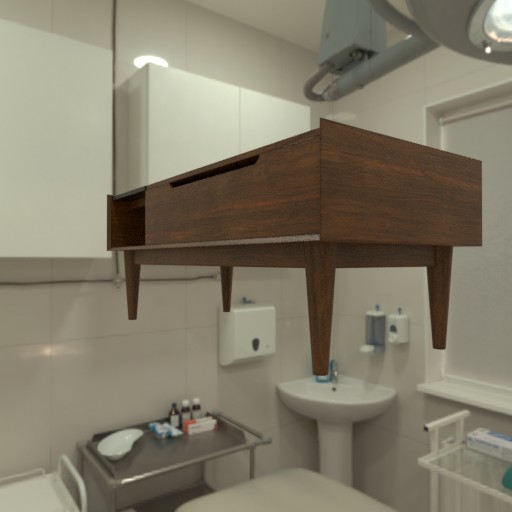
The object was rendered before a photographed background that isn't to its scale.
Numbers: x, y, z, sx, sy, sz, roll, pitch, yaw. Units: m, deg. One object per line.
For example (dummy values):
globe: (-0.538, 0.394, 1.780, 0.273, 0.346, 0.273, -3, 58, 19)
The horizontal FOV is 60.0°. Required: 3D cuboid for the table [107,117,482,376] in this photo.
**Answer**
table: (0.000, 0.000, 1.501, 0.610, 0.508, 1.221, 0, -1, -37)
